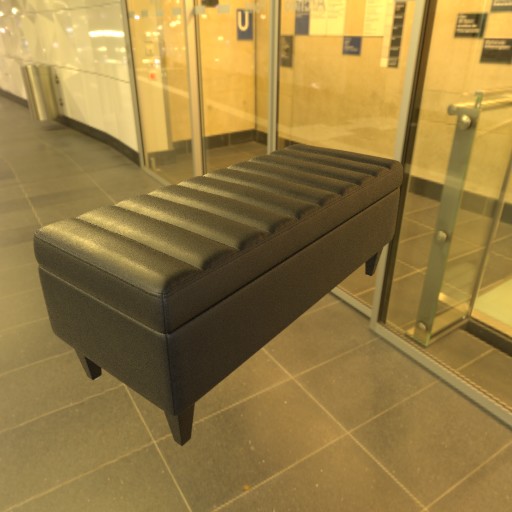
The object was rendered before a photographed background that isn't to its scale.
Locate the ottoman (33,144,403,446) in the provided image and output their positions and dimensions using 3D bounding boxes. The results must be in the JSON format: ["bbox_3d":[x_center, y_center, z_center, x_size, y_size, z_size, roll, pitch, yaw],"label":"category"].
[{"bbox_3d":[0.000,0.000,1.408,0.482,0.469,1.151,20,33,33],"label":"ottoman"}]
